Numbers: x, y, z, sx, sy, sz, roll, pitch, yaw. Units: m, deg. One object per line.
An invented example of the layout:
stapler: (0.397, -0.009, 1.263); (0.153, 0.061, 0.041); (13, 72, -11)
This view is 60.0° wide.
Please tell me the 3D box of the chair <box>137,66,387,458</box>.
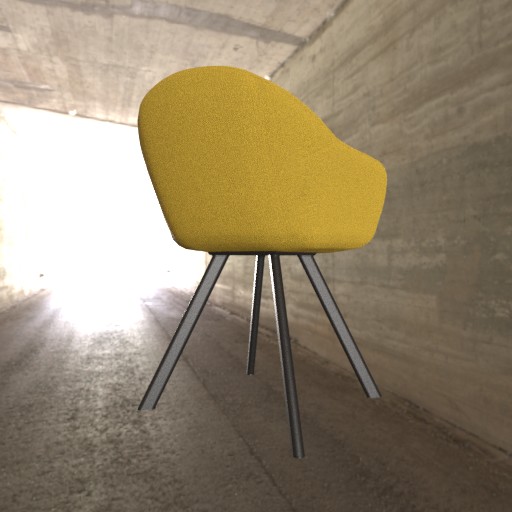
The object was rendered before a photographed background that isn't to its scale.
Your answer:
chair: (0.000, 0.000, 1.137); (0.545, 0.775, 0.565); (0, 0, 36)
